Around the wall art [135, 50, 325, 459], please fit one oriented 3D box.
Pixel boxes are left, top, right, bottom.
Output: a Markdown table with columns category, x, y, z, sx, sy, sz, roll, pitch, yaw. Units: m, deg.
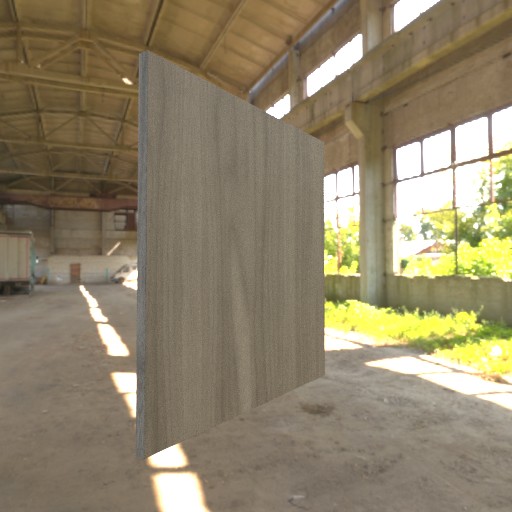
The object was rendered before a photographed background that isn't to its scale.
| category | x | y | z | sx | sy | sz | roll | pitch | yaw |
| --- | --- | --- | --- | --- | --- | --- | --- | --- | --- |
| wall art | 0.000 | 0.000 | 0.762 | 0.016 | 0.507 | 0.508 | -1 | -1 | 34 |
